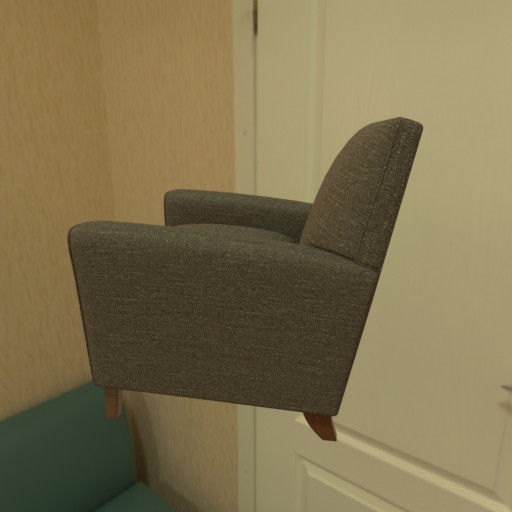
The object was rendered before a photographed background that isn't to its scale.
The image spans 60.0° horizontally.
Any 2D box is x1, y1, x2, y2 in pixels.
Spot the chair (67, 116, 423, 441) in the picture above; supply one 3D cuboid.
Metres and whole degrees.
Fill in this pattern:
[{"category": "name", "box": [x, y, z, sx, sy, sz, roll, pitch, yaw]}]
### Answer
[{"category": "chair", "box": [0.000, 0.000, 1.521, 0.875, 0.885, 0.838, 2, 16, 9]}]
